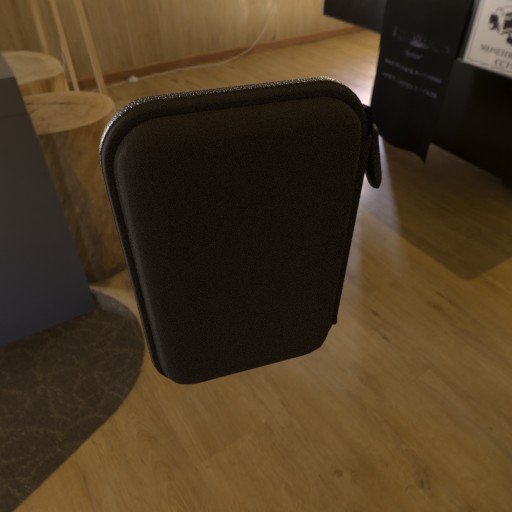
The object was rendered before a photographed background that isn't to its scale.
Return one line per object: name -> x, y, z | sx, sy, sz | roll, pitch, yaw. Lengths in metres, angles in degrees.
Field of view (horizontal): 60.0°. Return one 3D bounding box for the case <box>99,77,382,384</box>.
case -> 0.000, 0.000, 0.192 | 0.107, 0.147, 0.030 | -12, 43, -13
